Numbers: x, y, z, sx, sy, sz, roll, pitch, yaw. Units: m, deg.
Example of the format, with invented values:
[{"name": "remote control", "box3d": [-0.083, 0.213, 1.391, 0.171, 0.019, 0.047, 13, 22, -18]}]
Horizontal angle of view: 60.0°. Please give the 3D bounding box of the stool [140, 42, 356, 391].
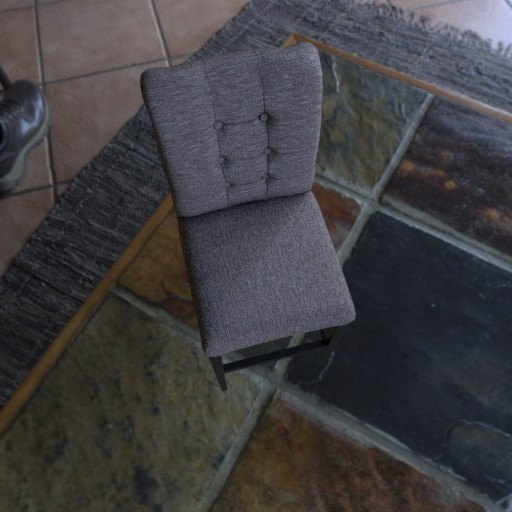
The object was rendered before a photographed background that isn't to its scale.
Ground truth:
[{"name": "stool", "box3d": [0.000, 0.000, 1.454, 0.452, 1.131, 0.613, -13, 64, -6]}]
